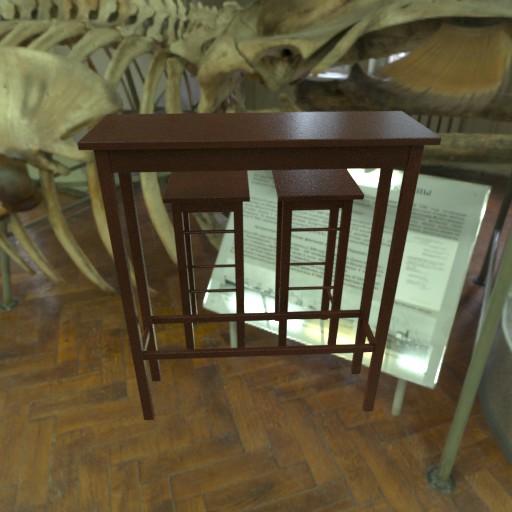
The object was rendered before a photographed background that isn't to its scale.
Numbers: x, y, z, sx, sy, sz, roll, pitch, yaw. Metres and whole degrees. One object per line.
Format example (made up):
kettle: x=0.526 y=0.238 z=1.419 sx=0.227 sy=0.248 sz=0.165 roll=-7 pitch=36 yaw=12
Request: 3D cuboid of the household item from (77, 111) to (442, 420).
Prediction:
household item: x=0.000 y=0.000 z=1.669 sx=0.914 sy=1.067 sz=0.676 roll=-1 pitch=30 yaw=-2
